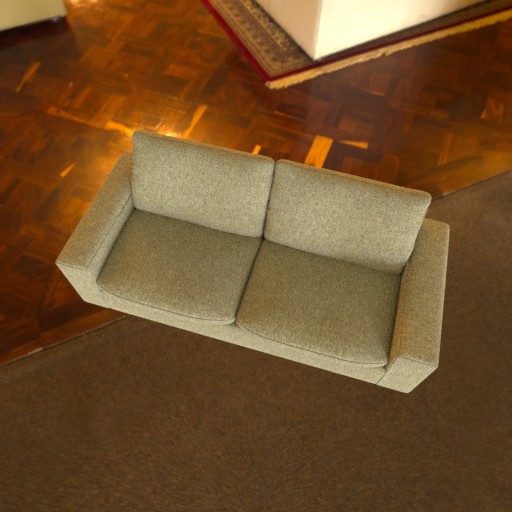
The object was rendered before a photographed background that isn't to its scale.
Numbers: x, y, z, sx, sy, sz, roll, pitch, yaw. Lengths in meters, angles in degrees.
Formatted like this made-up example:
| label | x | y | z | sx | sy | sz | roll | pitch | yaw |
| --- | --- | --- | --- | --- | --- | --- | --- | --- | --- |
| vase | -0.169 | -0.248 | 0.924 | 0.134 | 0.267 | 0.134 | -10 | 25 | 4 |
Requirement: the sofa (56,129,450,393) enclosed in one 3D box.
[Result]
| label | x | y | z | sx | sy | sz | roll | pitch | yaw |
| --- | --- | --- | --- | --- | --- | --- | --- | --- | --- |
| sofa | 0.000 | 0.000 | 2.843 | 2.299 | 0.922 | 1.040 | 14 | 60 | 9 |
